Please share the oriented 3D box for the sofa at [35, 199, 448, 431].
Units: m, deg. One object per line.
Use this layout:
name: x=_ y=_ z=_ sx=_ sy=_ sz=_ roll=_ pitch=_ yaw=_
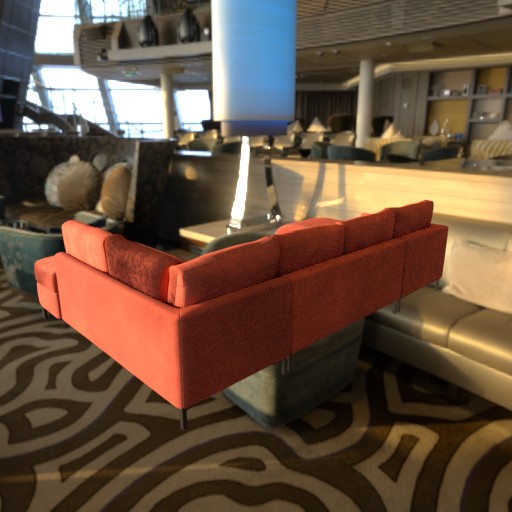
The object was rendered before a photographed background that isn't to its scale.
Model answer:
sofa: x=0.000 y=0.000 z=3.756 sx=2.971 sy=0.858 sz=1.981 roll=-15 pitch=22 yaw=-41
